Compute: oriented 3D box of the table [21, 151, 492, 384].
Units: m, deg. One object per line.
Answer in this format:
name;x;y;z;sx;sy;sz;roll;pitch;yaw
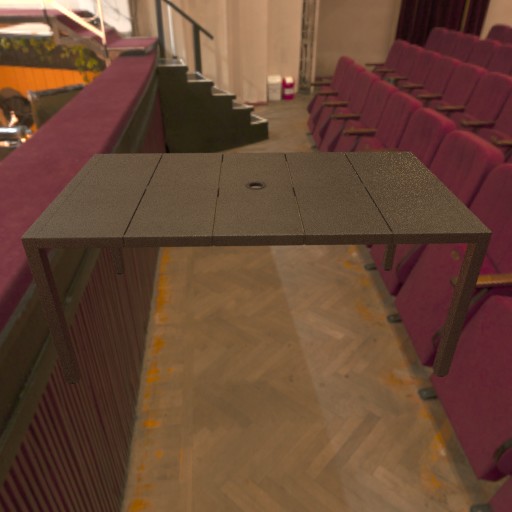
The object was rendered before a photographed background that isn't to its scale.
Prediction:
table;0.000;0.000;2.154;1.680;0.735;0.914;-1;31;-1
